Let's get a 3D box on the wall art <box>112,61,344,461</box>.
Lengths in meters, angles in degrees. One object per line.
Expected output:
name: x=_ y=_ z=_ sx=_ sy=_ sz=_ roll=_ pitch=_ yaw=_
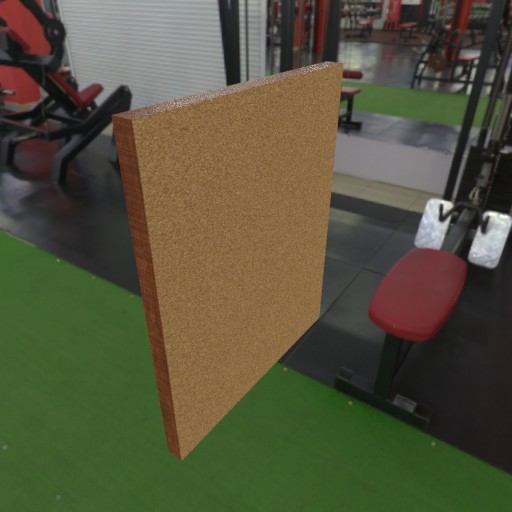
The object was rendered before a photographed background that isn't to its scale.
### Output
wall art: x=0.000 y=0.000 z=0.766 sx=0.033 sy=0.567 sz=0.467 roll=21 pitch=37 yaw=30
